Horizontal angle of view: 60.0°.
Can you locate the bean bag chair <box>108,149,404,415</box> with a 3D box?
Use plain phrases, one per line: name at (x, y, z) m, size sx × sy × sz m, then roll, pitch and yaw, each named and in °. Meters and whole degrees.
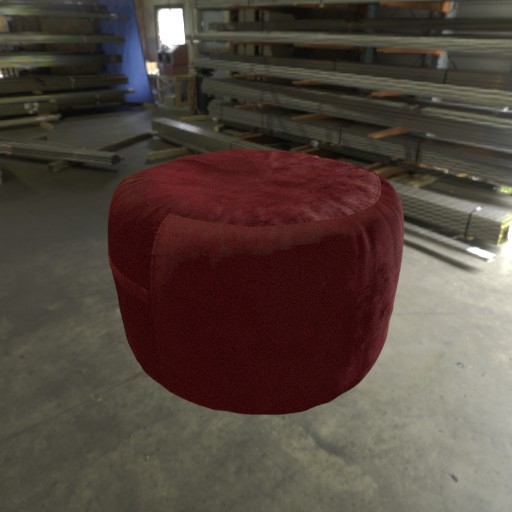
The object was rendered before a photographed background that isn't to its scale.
bean bag chair at (0.000, 0.000, 1.958) m, size 1.219 × 0.762 × 1.219 m, roll 0°, pitch 27°, yaw 0°
